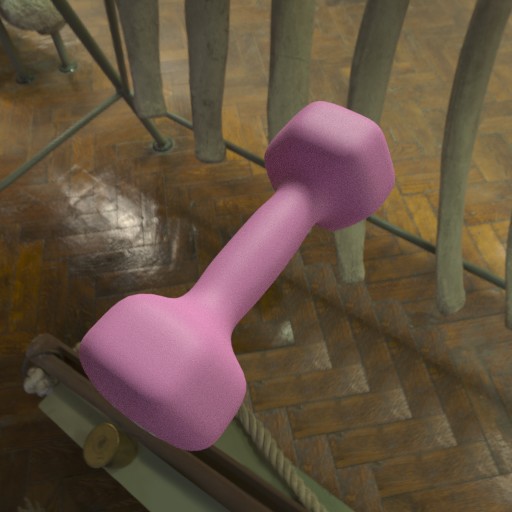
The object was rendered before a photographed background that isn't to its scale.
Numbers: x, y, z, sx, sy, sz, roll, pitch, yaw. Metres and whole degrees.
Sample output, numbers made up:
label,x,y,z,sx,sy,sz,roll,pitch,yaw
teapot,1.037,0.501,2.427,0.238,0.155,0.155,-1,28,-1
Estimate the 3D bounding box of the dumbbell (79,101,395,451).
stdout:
label,x,y,z,sx,sy,sz,roll,pitch,yaw
dumbbell,0.000,0.000,0.188,0.064,0.058,0.159,31,63,18
